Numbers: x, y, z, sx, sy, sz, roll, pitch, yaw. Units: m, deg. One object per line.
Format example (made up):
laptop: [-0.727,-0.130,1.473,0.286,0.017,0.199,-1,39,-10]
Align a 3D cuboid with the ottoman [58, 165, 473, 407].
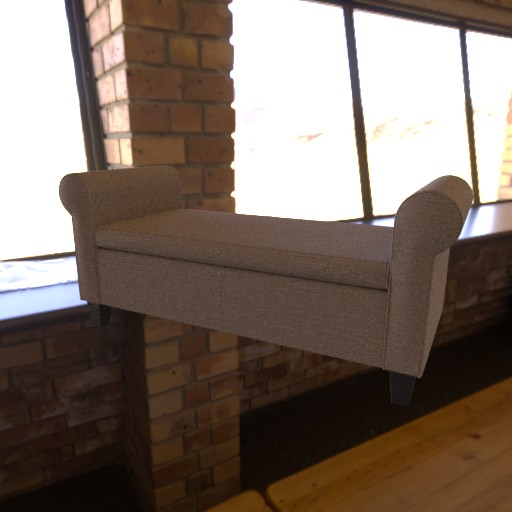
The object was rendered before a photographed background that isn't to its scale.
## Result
ottoman: [0.000,0.000,1.491,1.256,0.547,0.521,8,17,27]
